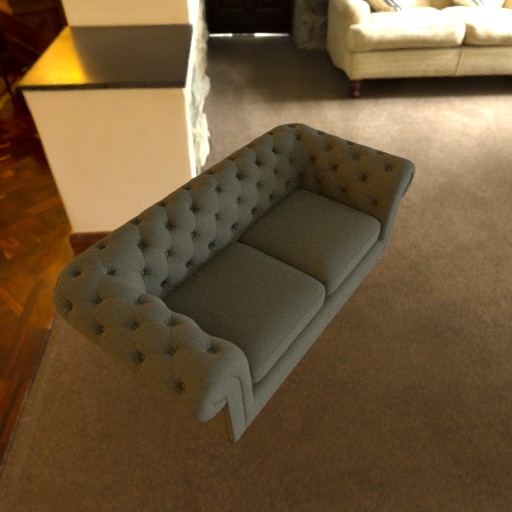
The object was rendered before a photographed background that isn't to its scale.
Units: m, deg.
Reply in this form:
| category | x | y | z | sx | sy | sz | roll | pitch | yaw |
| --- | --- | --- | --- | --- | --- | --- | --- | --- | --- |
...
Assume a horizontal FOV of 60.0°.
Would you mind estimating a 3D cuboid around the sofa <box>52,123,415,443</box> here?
| category | x | y | z | sx | sy | sz | roll | pitch | yaw |
| --- | --- | --- | --- | --- | --- | --- | --- | --- | --- |
| sofa | 0.000 | 0.000 | 2.502 | 0.986 | 0.764 | 1.998 | 26 | 49 | 26 |
